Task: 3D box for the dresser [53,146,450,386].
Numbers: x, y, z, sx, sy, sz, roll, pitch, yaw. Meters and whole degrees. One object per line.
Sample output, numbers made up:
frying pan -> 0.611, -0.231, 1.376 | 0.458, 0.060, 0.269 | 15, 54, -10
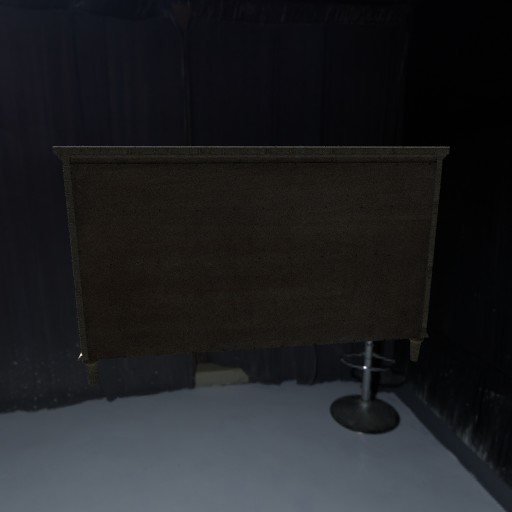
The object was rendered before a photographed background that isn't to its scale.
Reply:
dresser -> 0.000, 0.000, 2.134 | 1.626, 1.016, 0.457 | -2, 13, -9
